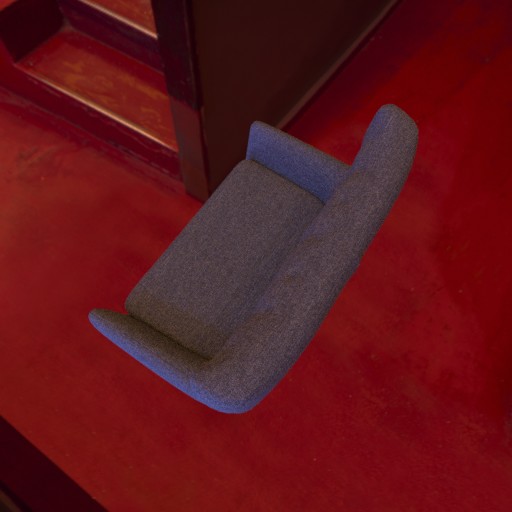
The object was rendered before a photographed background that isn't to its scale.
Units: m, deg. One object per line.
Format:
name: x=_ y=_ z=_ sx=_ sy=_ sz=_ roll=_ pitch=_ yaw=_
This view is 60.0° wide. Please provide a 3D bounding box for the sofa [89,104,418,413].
sofa: x=0.000 y=0.000 z=2.041 sx=0.874 sy=1.028 sz=1.358 roll=30 pitch=67 yaw=14
